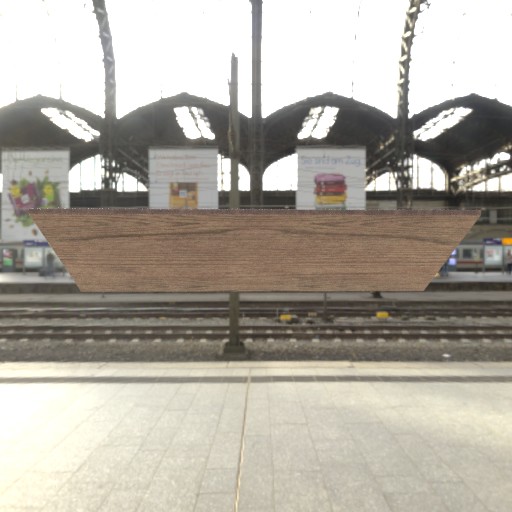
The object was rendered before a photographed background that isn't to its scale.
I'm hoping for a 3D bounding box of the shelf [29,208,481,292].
[{"bbox_3d":[0.000,0.000,0.696,0.610,0.125,0.200,0,0,-2],"label":"shelf"}]
